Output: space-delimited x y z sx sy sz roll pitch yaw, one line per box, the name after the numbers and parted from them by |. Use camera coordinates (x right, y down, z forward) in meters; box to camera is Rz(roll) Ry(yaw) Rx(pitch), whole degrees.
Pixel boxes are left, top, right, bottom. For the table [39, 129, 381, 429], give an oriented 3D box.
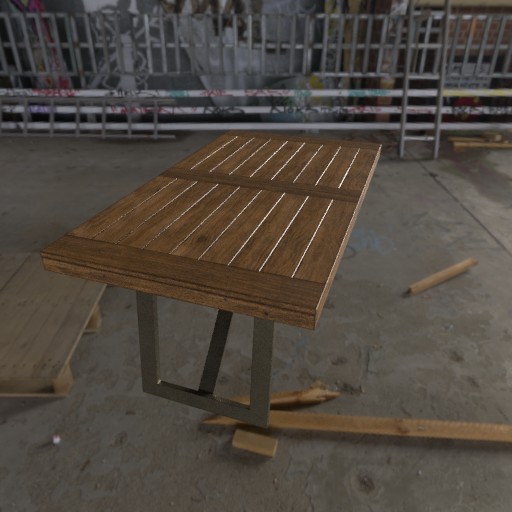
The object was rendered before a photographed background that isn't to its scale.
0.000 0.000 2.184 0.931 0.757 1.641 10 32 17 | table
